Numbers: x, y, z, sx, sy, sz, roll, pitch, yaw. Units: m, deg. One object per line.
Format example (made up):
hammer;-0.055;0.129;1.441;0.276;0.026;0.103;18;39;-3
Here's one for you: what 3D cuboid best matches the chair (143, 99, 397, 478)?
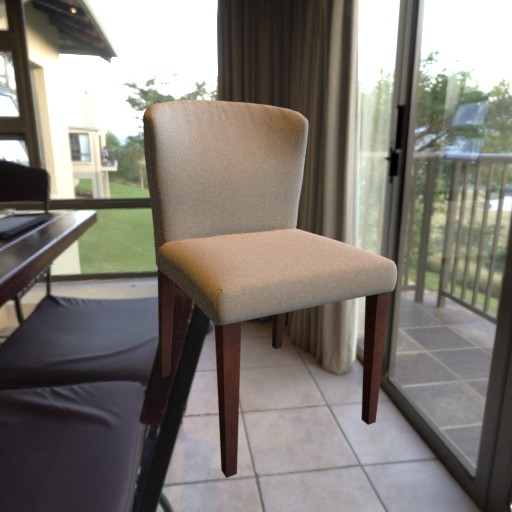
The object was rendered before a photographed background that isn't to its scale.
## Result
chair;0.000;0.000;1.202;0.491;0.839;0.592;-8;16;-27
